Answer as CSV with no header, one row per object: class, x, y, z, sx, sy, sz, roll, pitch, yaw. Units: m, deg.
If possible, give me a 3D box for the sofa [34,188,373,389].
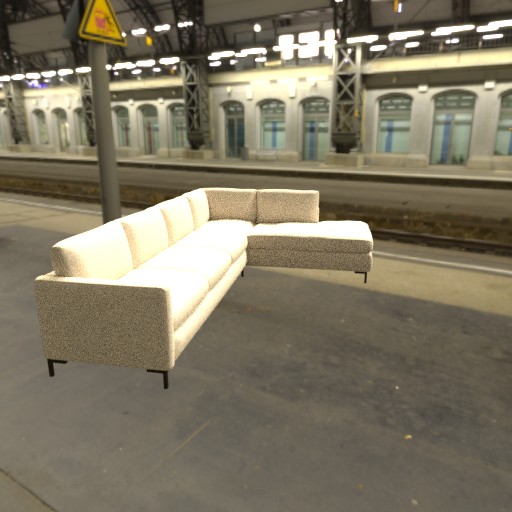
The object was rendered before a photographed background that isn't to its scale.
sofa,0.000,0.000,3.721,2.007,0.815,2.949,3,16,10
